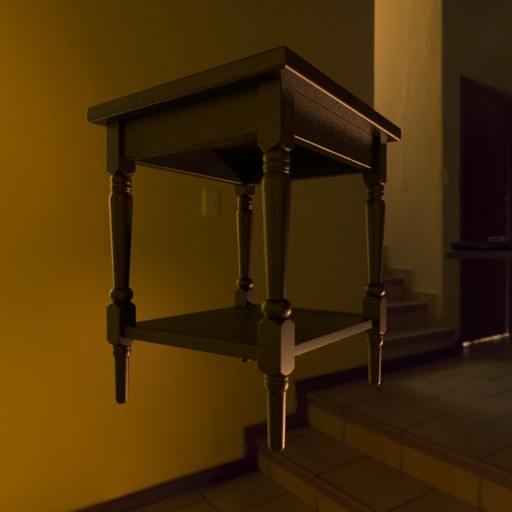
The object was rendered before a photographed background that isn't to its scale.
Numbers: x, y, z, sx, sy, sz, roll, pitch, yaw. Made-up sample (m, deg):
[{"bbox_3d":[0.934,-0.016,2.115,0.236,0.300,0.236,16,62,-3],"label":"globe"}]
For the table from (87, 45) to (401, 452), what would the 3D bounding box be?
[{"bbox_3d":[0.000,0.000,0.912,0.442,0.565,0.488,0,1,35],"label":"table"}]
